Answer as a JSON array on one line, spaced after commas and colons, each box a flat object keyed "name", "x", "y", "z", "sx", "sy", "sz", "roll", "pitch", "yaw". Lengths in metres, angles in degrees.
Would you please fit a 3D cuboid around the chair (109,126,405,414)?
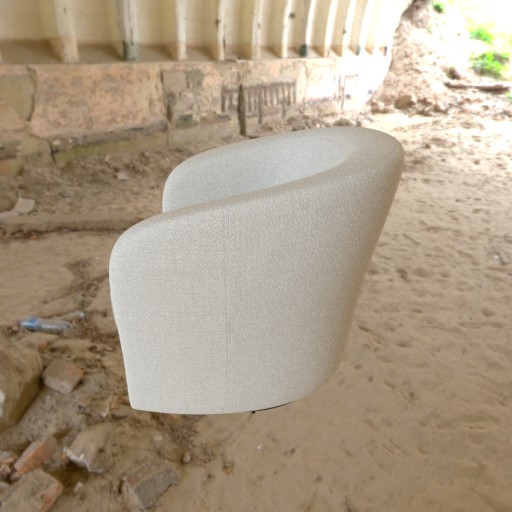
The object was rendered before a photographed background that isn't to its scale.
[{"name": "chair", "x": 0.000, "y": 0.000, "z": 1.431, "sx": 0.815, "sy": 0.771, "sz": 0.791, "roll": 1, "pitch": 25, "yaw": 1}]
